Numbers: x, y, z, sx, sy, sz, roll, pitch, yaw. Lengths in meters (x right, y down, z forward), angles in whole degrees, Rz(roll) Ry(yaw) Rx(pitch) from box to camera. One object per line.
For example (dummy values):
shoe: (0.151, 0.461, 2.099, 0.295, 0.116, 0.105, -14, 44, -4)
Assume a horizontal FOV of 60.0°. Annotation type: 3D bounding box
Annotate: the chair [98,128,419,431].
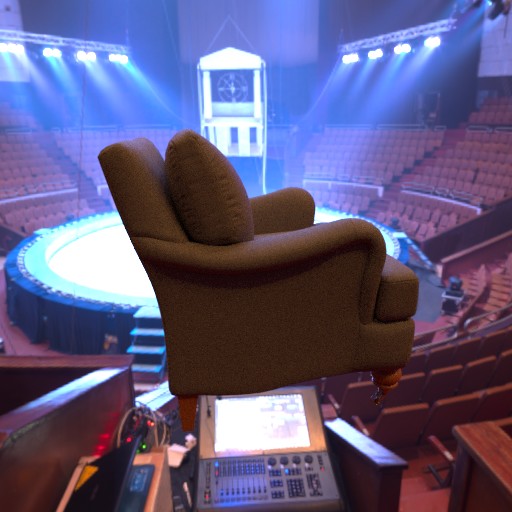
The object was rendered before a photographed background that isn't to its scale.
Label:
chair: (0.000, 0.000, 1.882, 1.070, 1.038, 0.955, -3, 16, -9)
